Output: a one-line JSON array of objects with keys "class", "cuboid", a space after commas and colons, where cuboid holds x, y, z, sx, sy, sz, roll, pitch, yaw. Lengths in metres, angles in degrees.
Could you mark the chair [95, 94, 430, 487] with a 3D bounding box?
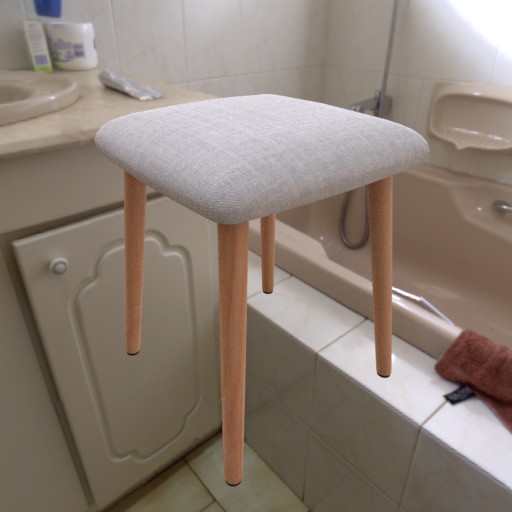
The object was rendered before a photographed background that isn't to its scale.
[{"class": "chair", "cuboid": [0.000, 0.000, 0.688, 0.350, 0.440, 0.350, -21, 36, -32]}]
